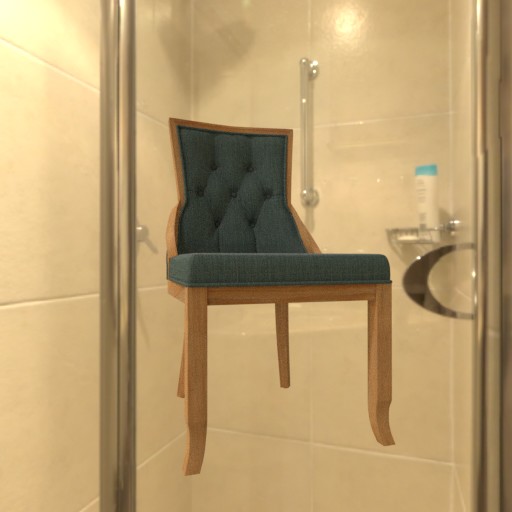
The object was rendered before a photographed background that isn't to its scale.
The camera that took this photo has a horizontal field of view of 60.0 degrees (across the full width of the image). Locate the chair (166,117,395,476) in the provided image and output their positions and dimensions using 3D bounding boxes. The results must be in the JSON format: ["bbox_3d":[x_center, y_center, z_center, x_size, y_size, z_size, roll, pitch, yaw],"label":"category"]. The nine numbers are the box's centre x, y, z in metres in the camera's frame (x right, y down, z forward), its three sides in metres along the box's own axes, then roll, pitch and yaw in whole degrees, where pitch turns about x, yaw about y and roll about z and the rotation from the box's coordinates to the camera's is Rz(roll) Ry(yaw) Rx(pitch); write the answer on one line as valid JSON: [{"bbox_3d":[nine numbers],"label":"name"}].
[{"bbox_3d":[0.000,0.000,1.329,0.524,0.947,0.641,0,0,-18],"label":"chair"}]
